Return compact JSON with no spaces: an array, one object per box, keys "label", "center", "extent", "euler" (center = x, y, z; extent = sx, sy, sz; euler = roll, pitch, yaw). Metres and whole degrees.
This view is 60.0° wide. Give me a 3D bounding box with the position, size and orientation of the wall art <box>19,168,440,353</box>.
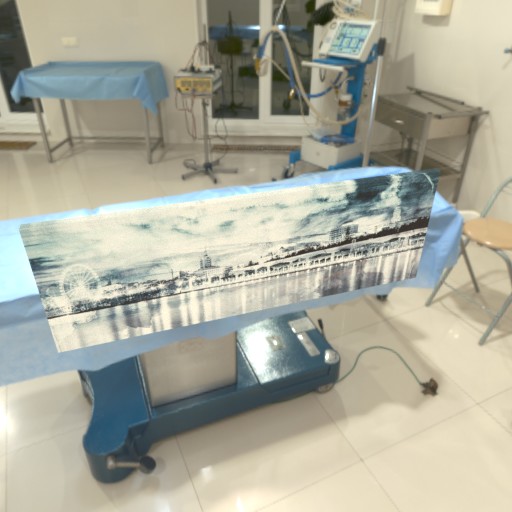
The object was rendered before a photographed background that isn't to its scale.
[{"label":"wall art","center":[0.000,0.000,1.693],"extent":[1.524,0.509,0.037],"euler":[-10,33,-16]}]
